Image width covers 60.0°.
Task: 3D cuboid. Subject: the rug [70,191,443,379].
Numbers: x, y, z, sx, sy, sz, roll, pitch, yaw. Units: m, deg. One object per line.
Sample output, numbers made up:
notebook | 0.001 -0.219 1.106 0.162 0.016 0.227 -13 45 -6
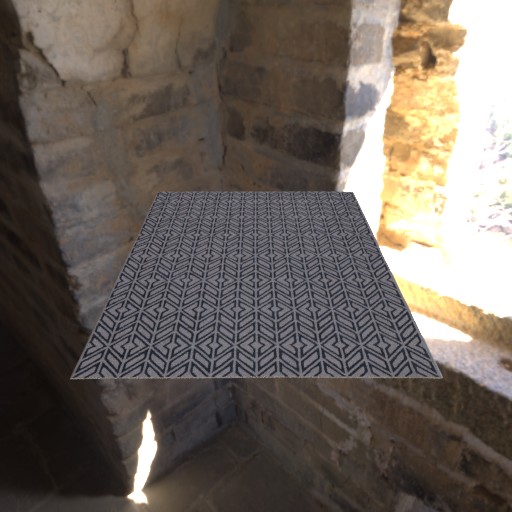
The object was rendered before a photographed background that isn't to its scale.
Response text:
rug | 0.000 0.000 4.172 2.421 0.008 3.045 0 31 0
